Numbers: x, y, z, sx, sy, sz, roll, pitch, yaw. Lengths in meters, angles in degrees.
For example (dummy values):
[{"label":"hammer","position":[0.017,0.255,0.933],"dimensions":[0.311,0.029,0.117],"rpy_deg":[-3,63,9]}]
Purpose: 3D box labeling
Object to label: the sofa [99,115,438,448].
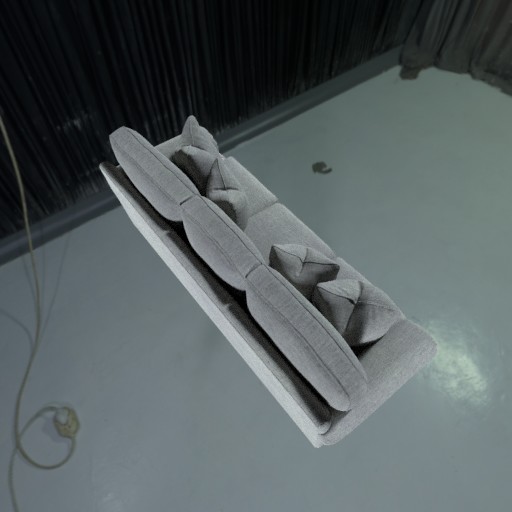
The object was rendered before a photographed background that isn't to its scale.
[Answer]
[{"label":"sofa","position":[0.000,0.000,2.859],"dimensions":[0.965,0.975,2.312],"rpy_deg":[-33,62,-20]}]
